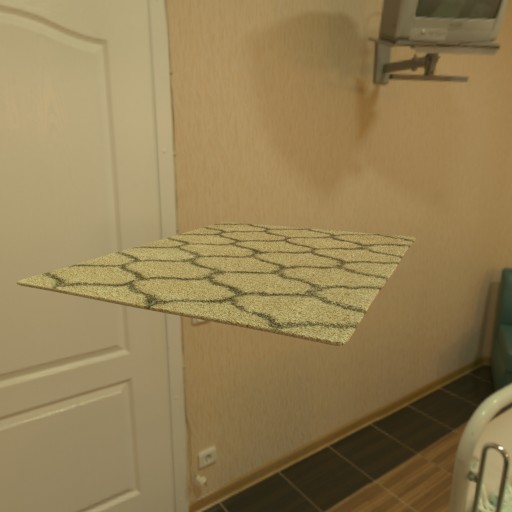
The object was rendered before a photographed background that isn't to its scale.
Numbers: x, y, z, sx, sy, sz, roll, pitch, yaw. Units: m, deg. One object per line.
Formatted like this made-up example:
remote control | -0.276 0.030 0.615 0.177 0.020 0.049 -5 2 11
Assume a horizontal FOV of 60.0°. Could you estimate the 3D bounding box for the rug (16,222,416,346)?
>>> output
rug | 0.000 0.000 3.974 2.399 0.026 3.000 6 15 25
